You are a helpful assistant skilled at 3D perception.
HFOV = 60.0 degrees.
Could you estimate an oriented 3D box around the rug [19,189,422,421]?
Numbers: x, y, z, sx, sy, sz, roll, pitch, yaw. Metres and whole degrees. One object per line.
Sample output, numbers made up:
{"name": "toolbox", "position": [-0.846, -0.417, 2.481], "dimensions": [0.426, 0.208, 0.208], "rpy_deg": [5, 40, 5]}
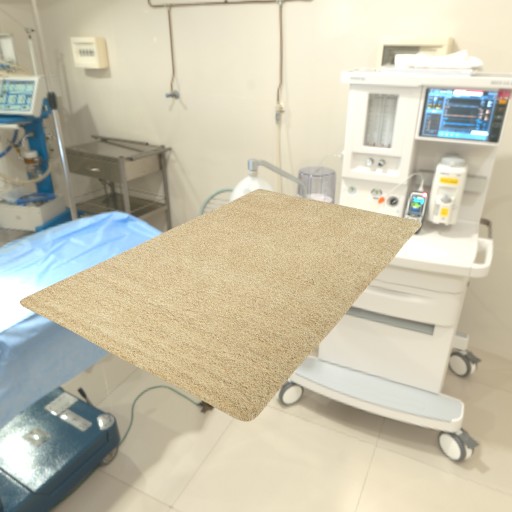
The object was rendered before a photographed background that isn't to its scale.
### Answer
{"name": "rug", "position": [0.000, 0.000, 2.869], "dimensions": [1.500, 0.025, 2.349], "rpy_deg": [16, 31, 30]}
